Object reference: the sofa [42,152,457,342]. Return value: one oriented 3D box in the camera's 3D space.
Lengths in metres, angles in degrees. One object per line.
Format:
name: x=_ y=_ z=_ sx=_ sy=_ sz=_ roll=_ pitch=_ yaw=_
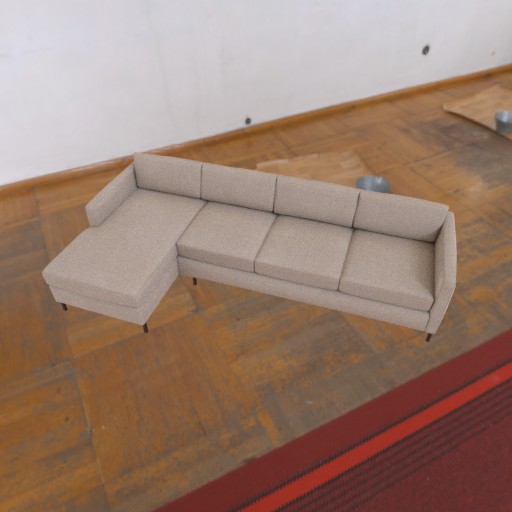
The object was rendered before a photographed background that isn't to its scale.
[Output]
sofa: x=0.000 y=0.000 z=3.499 sx=2.923 sy=0.816 sz=1.469 roll=12 pitch=42 yaw=14
